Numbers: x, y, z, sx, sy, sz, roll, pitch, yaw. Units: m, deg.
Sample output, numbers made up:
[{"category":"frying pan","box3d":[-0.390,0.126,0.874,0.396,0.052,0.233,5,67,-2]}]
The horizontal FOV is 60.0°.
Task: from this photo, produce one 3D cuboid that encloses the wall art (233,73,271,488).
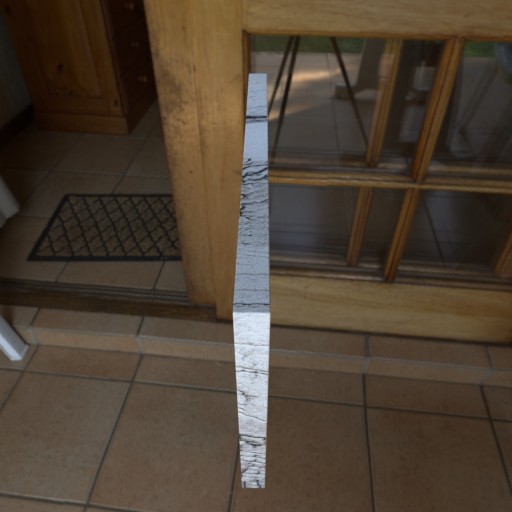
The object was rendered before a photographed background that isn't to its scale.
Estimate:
[{"category":"wall art","box3d":[0.000,0.000,0.773,0.035,0.407,0.613,0,42,1]}]
